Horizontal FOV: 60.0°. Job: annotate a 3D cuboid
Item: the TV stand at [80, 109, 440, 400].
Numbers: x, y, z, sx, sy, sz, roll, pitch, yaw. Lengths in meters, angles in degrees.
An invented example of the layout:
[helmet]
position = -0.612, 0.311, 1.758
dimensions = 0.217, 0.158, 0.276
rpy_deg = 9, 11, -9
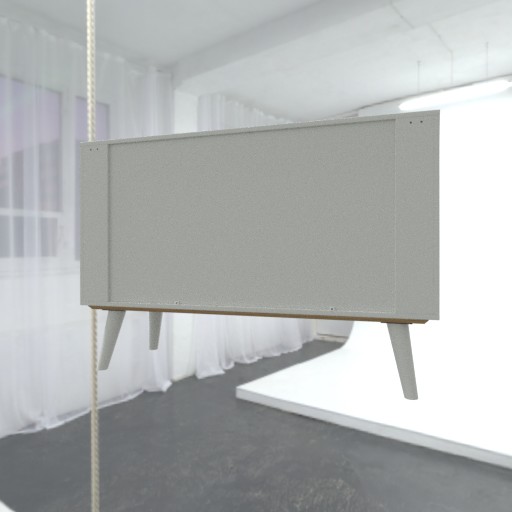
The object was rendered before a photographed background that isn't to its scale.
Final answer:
[TV stand]
position = 0.000, 0.000, 1.597
dimensions = 1.193, 0.812, 0.406
rpy_deg = 0, 0, 18
